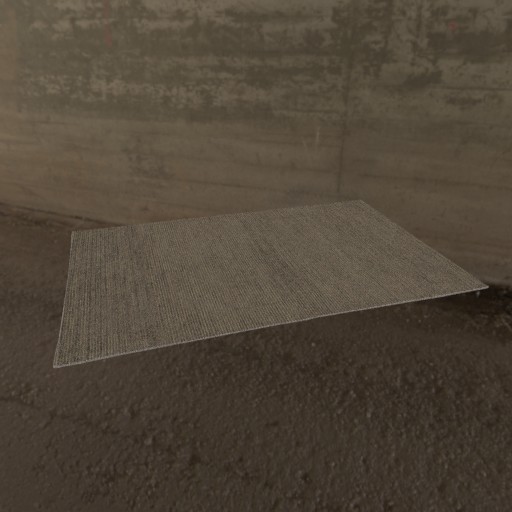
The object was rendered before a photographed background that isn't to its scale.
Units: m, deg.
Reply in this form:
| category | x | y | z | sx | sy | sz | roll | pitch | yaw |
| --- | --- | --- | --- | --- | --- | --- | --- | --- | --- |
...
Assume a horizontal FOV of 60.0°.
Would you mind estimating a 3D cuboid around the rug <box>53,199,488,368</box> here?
| category | x | y | z | sx | sy | sz | roll | pitch | yaw |
| --- | --- | --- | --- | --- | --- | --- | --- | --- | --- |
| rug | 0.000 | 0.000 | 2.180 | 1.773 | 0.021 | 1.149 | -8 | 28 | -15 |
